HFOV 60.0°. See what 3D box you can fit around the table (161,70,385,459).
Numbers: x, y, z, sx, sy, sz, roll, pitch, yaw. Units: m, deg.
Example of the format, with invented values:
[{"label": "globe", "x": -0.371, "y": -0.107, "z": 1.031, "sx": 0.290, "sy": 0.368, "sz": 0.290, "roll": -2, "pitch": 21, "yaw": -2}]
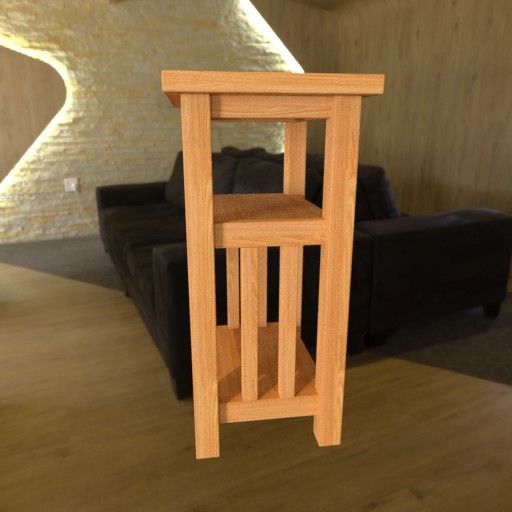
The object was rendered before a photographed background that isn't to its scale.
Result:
[{"label": "table", "x": 0.000, "y": 0.000, "z": 0.766, "sx": 0.270, "sy": 0.550, "sz": 0.350, "roll": -2, "pitch": 16, "yaw": -8}]
